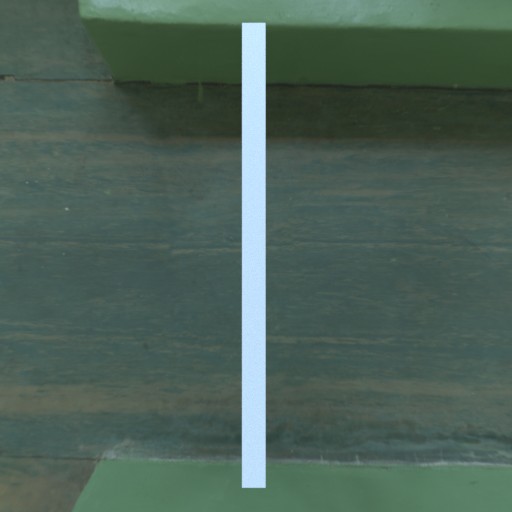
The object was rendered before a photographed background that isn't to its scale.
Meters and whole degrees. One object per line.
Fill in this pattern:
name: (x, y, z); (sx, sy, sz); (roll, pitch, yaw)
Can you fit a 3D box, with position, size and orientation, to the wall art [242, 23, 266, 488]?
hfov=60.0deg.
wall art: (0.000, 0.000, 0.812); (0.028, 0.559, 0.559); (0, 90, 1)
